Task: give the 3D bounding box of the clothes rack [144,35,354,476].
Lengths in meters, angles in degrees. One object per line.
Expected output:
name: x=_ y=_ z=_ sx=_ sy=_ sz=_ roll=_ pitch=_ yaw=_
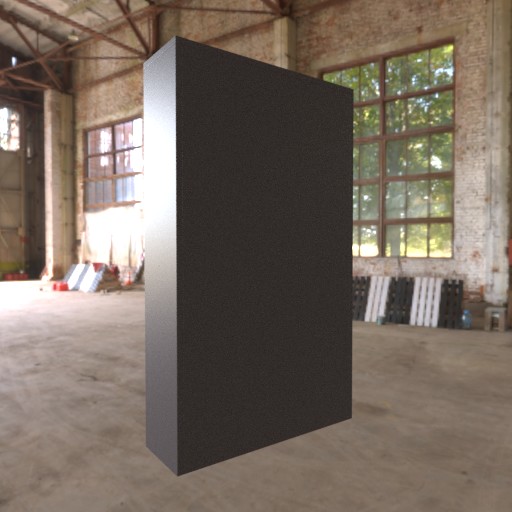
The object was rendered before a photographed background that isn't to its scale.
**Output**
clothes rack: x=0.000 y=0.000 z=1.606 sx=0.750 sy=1.280 sz=0.250 roll=-1 pitch=2 yaw=-36
